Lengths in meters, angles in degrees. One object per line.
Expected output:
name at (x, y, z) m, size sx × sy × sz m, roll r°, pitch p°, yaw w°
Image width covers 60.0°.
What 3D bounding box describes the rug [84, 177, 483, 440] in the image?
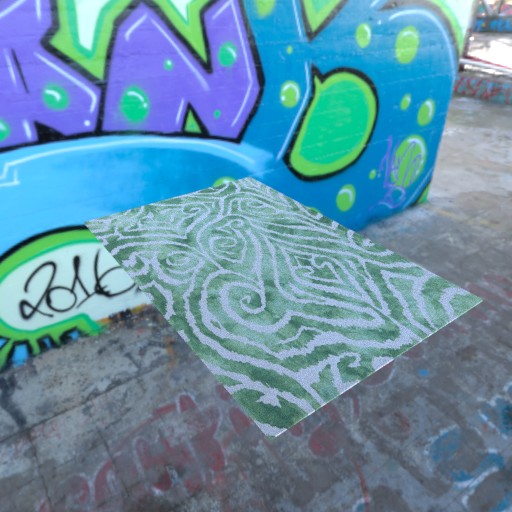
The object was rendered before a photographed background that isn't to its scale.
rug at (0.000, 0.000, 2.329) m, size 1.220 × 0.006 × 1.826 m, roll -21°, pitch 38°, yaw -30°
